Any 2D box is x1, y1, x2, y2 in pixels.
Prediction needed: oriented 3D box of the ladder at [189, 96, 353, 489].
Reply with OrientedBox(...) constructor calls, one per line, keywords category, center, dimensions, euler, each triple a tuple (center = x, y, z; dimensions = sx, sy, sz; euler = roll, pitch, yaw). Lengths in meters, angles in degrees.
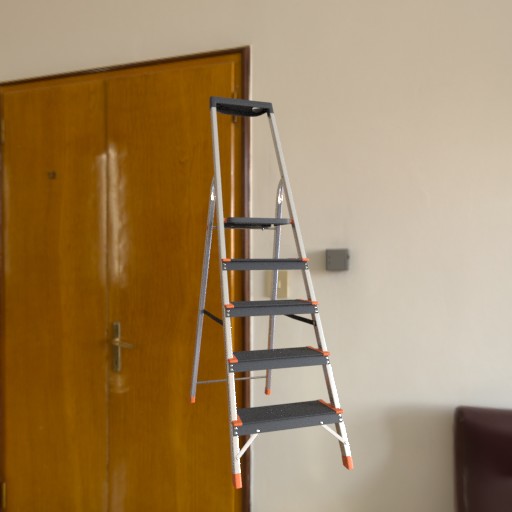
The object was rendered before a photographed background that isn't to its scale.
OrientedBox(category="ladder", center=(0.000, 0.000, 2.111), dimensions=(0.480, 1.646, 0.995), euler=(0, 0, -18))
